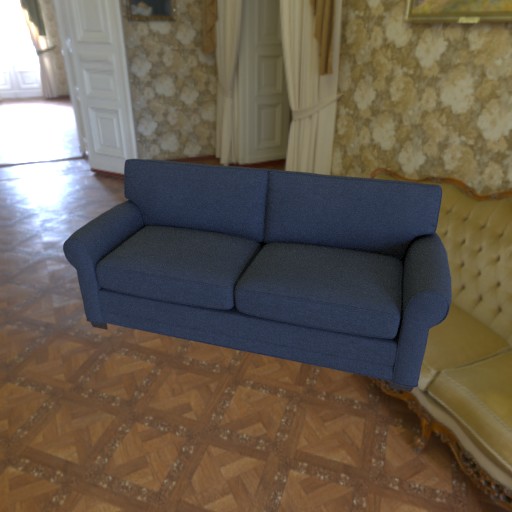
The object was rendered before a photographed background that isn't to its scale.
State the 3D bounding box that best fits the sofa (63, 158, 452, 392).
[{"bbox_3d":[0.000,0.000,2.976,2.391,1.026,0.954,8,28,15],"label":"sofa"}]
